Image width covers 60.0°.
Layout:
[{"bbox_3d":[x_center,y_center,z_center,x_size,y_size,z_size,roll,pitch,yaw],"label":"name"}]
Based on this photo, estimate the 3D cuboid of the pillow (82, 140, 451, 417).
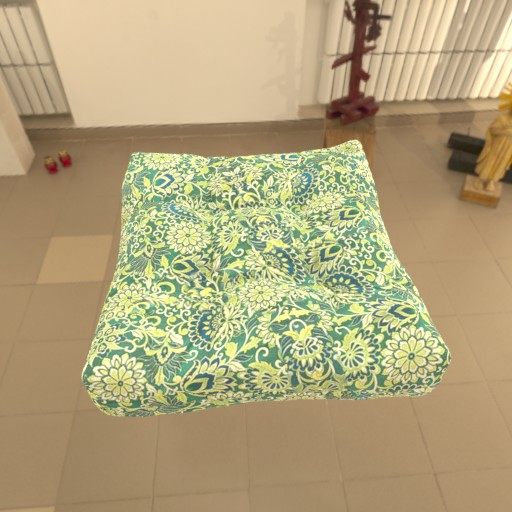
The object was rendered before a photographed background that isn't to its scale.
[{"bbox_3d":[0.000,0.000,0.720,0.468,0.128,0.490,-3,47,-3],"label":"pillow"}]
